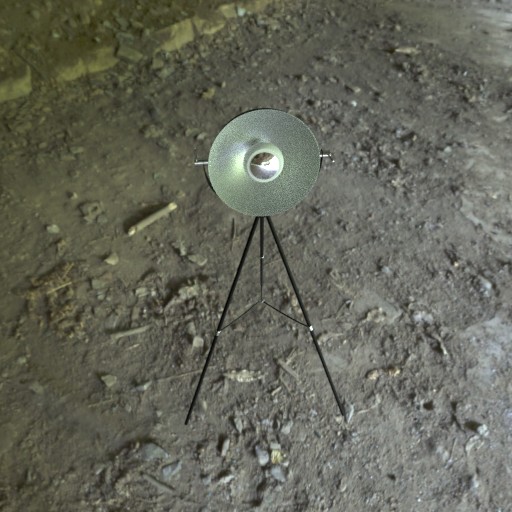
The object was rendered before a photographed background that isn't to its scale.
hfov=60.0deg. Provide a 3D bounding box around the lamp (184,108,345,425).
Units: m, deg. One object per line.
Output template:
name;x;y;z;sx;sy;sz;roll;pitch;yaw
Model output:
lamp;0.000;0.000;2.014;0.817;1.512;0.920;-4;46;-4
